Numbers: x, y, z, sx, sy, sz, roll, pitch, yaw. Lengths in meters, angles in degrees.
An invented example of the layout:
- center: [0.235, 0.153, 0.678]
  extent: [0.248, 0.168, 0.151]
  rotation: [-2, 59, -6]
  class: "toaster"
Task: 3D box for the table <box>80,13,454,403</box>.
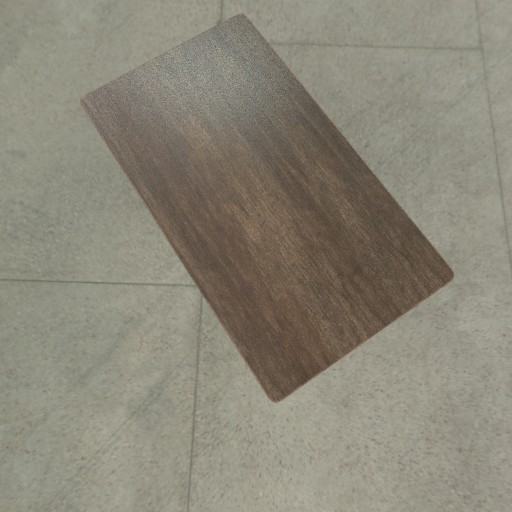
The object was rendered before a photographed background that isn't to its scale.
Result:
- center: [0.000, 0.000, 0.843]
  extent: [0.254, 0.637, 0.450]
  rotation: [-32, 76, -9]
  class: "table"
